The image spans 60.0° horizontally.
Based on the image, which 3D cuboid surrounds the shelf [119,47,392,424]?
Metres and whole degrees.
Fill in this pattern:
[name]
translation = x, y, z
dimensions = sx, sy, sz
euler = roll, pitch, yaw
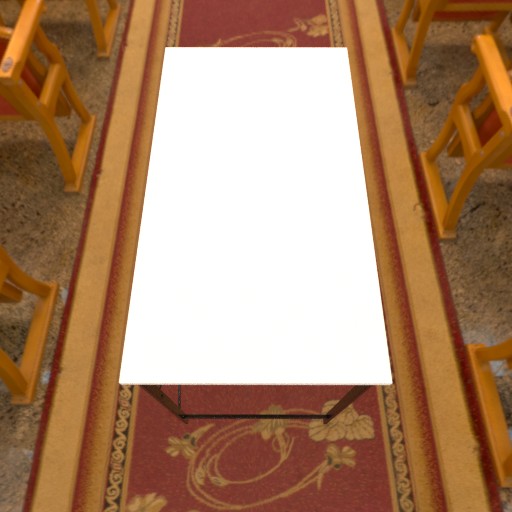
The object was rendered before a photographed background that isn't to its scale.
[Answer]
[shelf]
translation = 0.000, 0.000, 1.345
dimensions = 0.498, 0.750, 0.902
euler = 0, 63, 0
